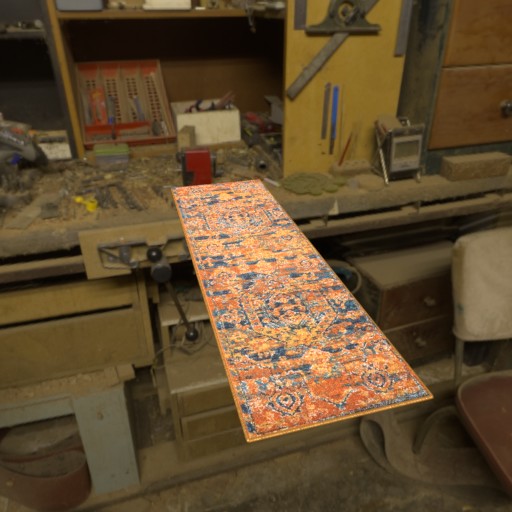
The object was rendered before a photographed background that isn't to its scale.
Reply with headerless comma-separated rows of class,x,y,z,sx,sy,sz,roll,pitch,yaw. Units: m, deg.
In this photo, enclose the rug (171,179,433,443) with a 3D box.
rug,0.000,0.000,1.961,0.556,0.013,1.820,-8,31,-13
